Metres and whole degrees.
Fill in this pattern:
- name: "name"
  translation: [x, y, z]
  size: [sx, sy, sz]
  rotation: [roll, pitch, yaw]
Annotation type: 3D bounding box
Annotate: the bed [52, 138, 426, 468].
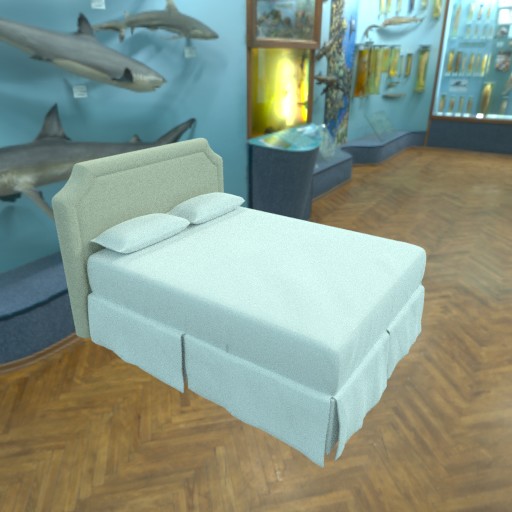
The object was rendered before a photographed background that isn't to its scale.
- name: "bed"
  translation: [0.000, 0.000, 3.146]
  size: [2.116, 1.290, 1.693]
  rotation: [16, 29, 31]
